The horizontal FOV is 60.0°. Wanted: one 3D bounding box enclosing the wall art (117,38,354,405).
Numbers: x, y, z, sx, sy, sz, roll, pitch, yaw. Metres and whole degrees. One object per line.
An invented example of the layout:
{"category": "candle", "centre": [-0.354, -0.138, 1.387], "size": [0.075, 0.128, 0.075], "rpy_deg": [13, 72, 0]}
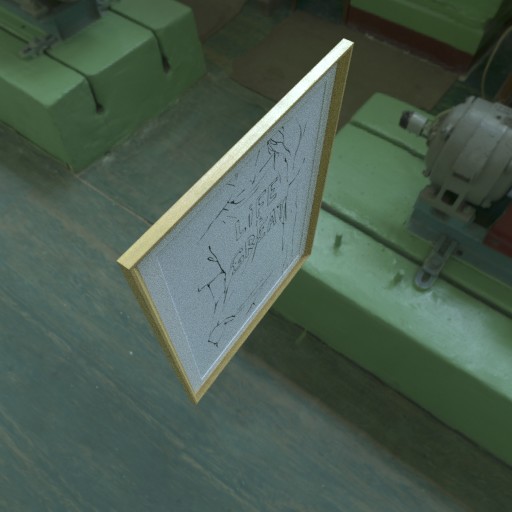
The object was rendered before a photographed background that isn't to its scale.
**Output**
{"category": "wall art", "centre": [0.000, 0.000, 1.365], "size": [0.030, 1.002, 0.798], "rpy_deg": [31, 64, 18]}
